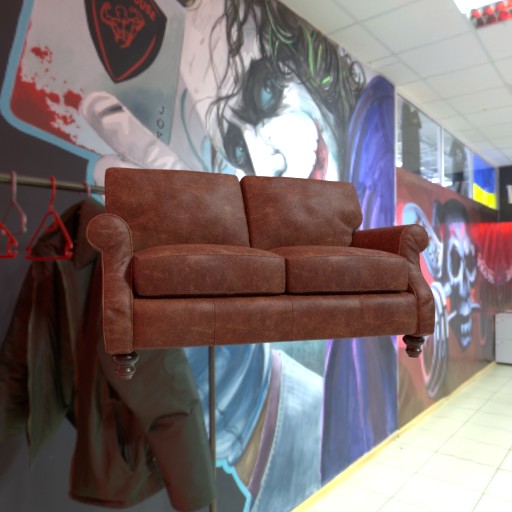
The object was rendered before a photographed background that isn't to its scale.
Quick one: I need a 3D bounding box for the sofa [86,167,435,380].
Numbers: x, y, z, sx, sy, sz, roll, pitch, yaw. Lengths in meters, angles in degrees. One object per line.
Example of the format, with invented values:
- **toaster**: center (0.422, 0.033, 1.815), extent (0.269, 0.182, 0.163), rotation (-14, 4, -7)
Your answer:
- **sofa**: center (0.000, 0.000, 2.283), extent (1.616, 0.967, 0.990), rotation (0, -1, -18)
